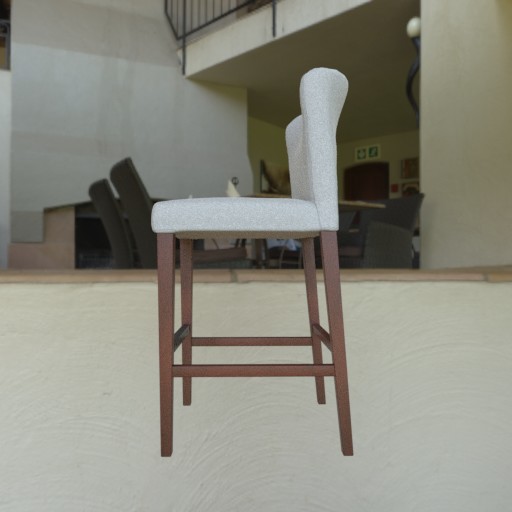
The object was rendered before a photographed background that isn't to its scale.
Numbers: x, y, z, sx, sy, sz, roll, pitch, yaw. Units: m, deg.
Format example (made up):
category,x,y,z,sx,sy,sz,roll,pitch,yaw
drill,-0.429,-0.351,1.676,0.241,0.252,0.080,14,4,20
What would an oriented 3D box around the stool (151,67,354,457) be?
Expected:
category,x,y,z,sx,sy,sz,roll,pitch,yaw
stool,0.000,0.000,1.399,0.568,1.069,0.479,0,0,-1
